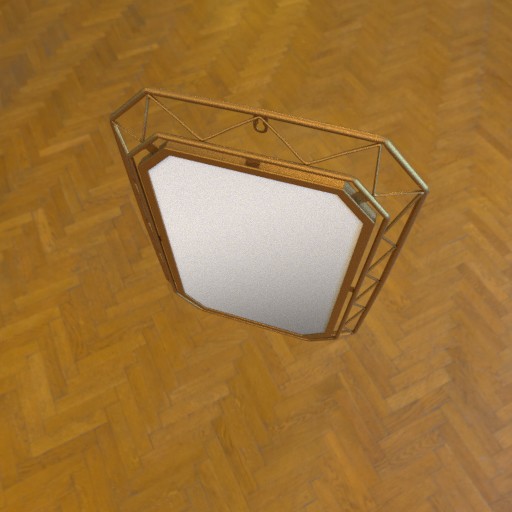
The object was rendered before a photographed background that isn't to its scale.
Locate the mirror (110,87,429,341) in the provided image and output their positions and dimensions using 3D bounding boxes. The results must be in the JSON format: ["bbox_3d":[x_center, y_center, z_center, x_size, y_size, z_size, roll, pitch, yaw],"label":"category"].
[{"bbox_3d":[0.000,0.000,0.720,0.417,0.566,0.042,15,60,9],"label":"mirror"}]
